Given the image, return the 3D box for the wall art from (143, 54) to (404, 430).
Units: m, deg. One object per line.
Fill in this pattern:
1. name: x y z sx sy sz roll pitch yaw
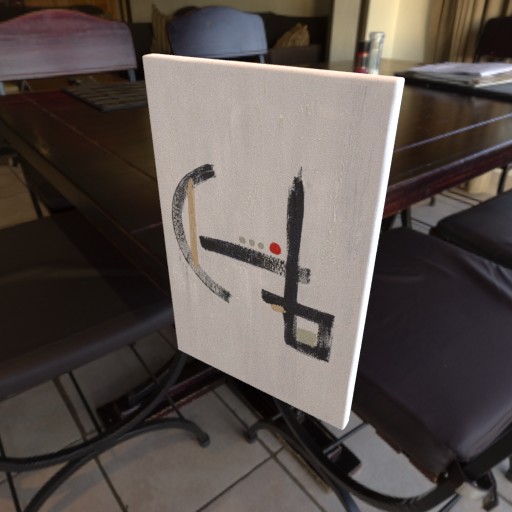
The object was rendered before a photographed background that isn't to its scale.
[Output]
1. wall art: 0.000 0.000 1.144 0.602 0.916 0.048 18 36 27
